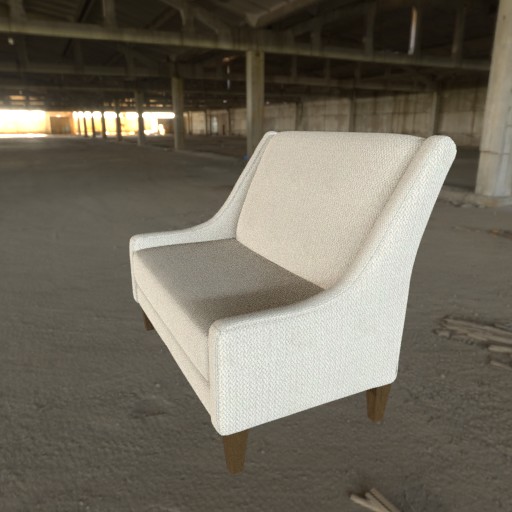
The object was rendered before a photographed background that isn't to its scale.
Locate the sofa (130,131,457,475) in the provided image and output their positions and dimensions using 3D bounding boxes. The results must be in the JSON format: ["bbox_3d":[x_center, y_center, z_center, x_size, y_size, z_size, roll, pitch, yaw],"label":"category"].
[{"bbox_3d":[0.000,0.000,1.901,0.870,1.022,1.242,-8,18,-25],"label":"sofa"}]
